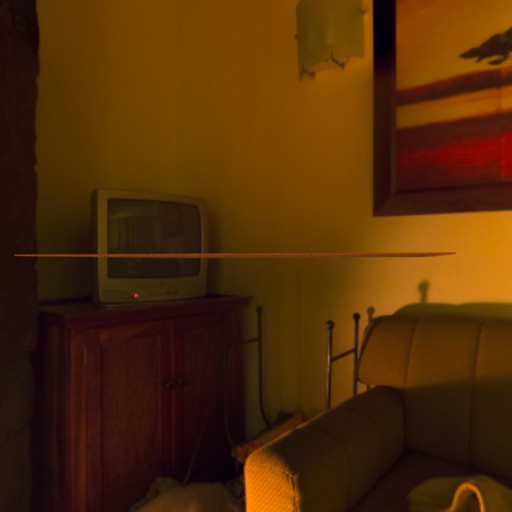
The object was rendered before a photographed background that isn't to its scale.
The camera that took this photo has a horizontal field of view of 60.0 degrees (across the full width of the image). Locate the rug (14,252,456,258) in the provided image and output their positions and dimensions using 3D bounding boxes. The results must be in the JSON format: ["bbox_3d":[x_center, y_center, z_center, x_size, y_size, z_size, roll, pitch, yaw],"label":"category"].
[{"bbox_3d":[0.000,0.000,3.840,2.929,0.012,2.300,0,-1,18],"label":"rug"}]
